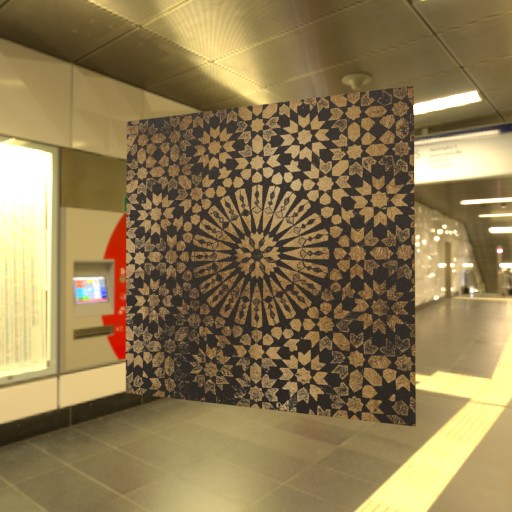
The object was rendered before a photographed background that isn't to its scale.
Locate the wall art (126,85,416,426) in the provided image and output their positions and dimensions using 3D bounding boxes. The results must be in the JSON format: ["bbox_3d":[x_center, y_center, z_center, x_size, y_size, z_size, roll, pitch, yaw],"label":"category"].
[{"bbox_3d":[0.000,0.000,1.353,0.914,0.914,0.038,0,-1,20],"label":"wall art"}]
